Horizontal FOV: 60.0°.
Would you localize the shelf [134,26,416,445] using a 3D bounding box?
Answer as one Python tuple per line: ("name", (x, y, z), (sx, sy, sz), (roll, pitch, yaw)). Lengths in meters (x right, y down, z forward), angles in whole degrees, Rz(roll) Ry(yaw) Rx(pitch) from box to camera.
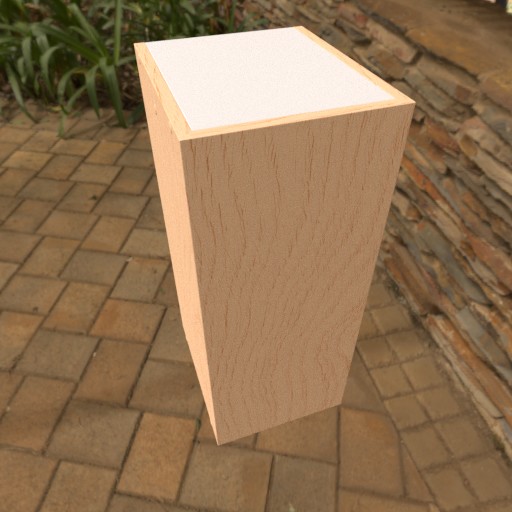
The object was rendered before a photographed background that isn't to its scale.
("shelf", (0.000, 0.000, 0.728), (0.250, 0.600, 0.290), (-13, 44, -14))
